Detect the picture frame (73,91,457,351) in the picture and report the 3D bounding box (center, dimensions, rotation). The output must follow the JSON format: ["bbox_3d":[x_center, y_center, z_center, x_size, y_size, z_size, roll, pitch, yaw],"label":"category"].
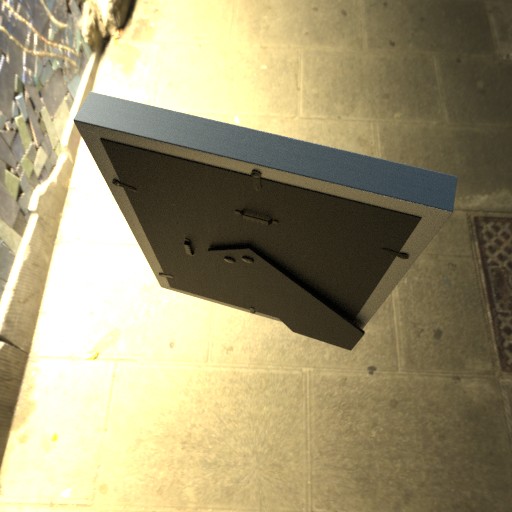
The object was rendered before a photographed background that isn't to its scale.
[{"bbox_3d":[0.000,0.000,0.390,0.233,0.282,0.036,15,65,7],"label":"picture frame"}]
